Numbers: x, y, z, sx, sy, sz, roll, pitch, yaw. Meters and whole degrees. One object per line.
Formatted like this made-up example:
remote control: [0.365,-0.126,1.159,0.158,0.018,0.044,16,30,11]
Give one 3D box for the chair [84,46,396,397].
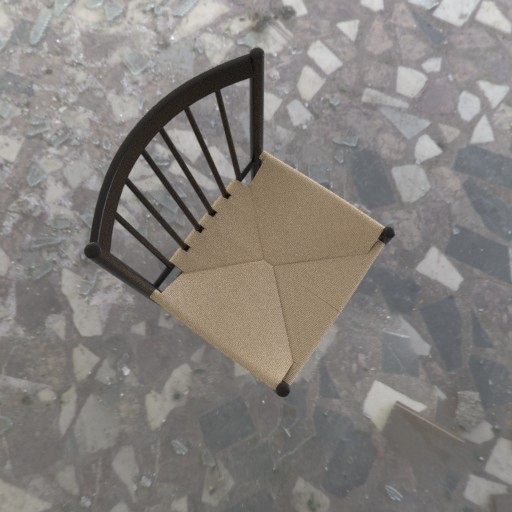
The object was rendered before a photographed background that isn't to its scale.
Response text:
chair: [0.000,0.000,1.135,0.516,0.818,0.495,35,79,8]
